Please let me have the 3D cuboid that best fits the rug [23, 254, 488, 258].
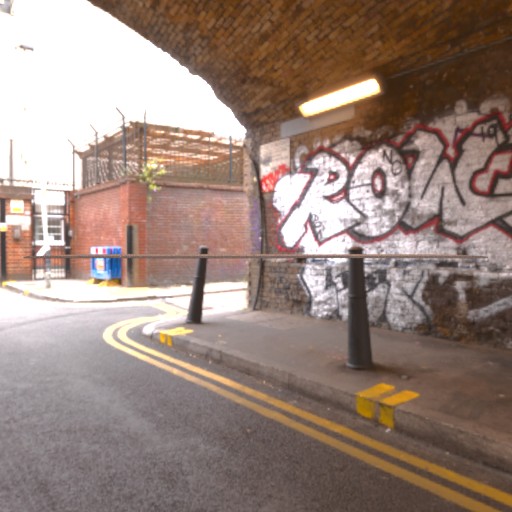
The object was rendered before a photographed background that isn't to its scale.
[{"bbox_3d":[0.000,0.000,2.419,2.196,0.011,0.662,0,1,0],"label":"rug"}]
